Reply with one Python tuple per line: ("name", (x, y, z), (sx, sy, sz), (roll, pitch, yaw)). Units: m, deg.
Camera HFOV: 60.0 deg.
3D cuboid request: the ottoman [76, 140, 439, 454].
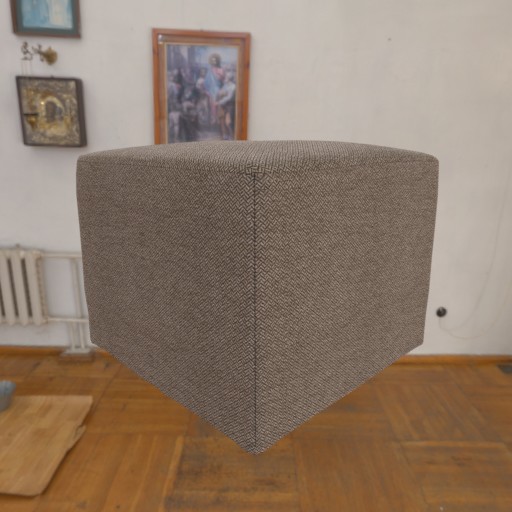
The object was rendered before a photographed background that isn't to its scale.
("ottoman", (0.000, 0.000, 0.897), (0.512, 0.453, 0.519), (-14, 20, -43))
